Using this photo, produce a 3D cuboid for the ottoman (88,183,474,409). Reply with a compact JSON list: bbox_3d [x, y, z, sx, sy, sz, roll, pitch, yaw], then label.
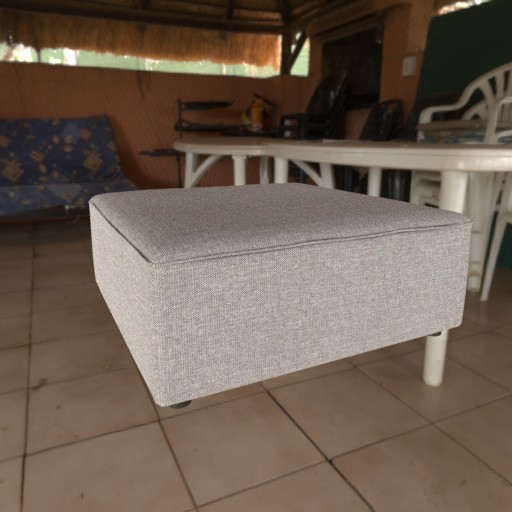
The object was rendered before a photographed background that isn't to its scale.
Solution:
[{"bbox_3d":[0.000,0.000,1.595,1.017,0.423,1.023,-8,17,-25],"label":"ottoman"}]
